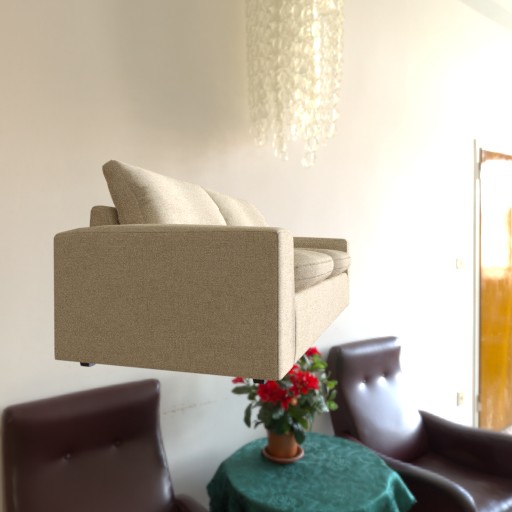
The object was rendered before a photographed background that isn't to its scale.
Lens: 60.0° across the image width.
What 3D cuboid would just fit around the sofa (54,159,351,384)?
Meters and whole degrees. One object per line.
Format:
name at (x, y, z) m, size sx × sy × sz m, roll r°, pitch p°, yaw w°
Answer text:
sofa at (0.000, 0.000, 2.779) m, size 1.040 × 0.922 × 2.299 m, roll 0°, pitch 1°, yaw 18°
